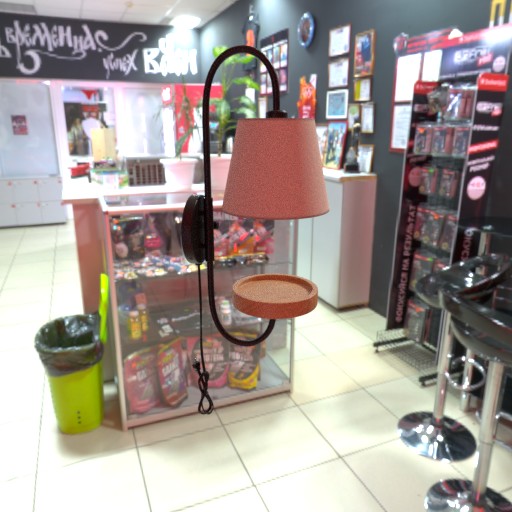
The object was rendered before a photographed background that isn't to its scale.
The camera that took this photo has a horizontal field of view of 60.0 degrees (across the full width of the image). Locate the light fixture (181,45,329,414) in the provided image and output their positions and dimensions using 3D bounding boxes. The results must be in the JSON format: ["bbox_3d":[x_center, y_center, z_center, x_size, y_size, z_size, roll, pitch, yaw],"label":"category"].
[{"bbox_3d":[0.000,0.000,0.942,0.299,0.821,0.220,3,17,10],"label":"light fixture"}]
